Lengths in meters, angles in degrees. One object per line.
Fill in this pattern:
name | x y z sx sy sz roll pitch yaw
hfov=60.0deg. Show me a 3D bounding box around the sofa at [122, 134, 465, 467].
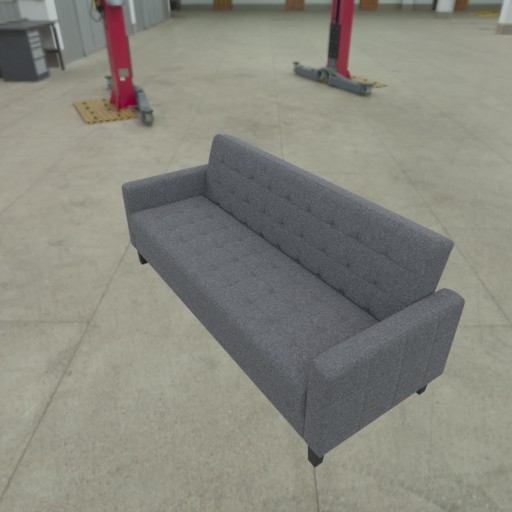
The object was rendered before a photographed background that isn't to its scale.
sofa | 0.000 0.000 2.481 0.810 0.850 2.040 -20 37 -29
